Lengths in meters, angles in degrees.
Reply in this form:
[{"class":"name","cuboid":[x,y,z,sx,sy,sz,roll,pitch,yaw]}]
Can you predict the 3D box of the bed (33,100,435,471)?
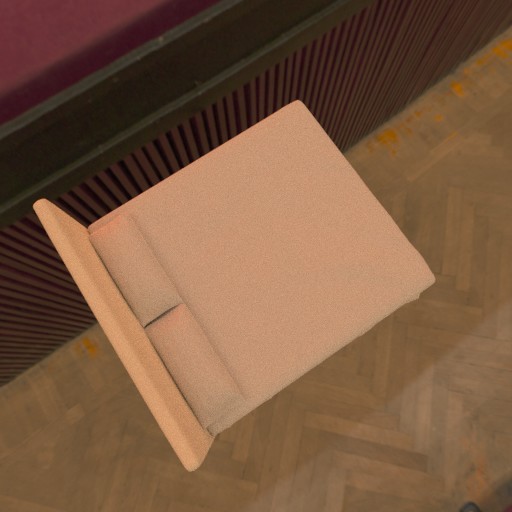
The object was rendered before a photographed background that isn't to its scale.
[{"class":"bed","cuboid":[0.000,0.000,3.578,2.341,1.317,2.119,-33,80,-7]}]
